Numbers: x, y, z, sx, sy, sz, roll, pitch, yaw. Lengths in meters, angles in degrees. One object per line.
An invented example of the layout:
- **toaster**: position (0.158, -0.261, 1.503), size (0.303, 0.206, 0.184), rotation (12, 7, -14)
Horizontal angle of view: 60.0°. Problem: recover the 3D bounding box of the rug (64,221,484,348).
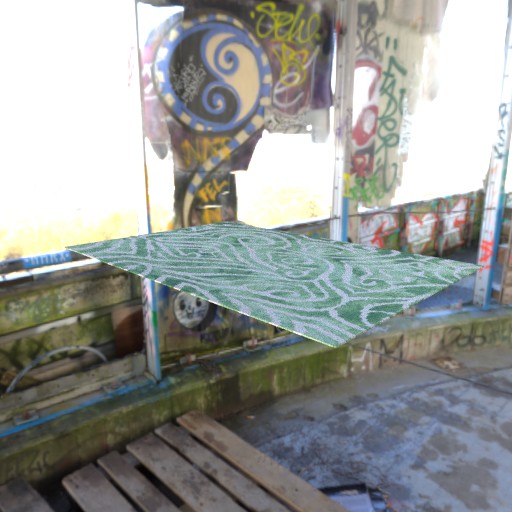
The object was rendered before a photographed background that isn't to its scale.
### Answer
- **rug**: position (0.000, 0.000, 2.293), size (1.826, 0.006, 1.220), rotation (13, 19, 43)
